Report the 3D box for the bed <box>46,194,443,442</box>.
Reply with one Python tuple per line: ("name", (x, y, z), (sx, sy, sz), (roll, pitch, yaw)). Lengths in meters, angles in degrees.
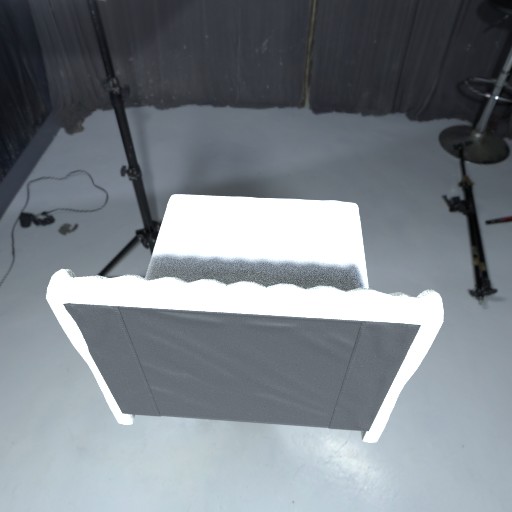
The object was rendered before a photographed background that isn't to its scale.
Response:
("bed", (0.000, 0.000, 3.771), (2.219, 1.771, 2.347), (3, 48, 3))
